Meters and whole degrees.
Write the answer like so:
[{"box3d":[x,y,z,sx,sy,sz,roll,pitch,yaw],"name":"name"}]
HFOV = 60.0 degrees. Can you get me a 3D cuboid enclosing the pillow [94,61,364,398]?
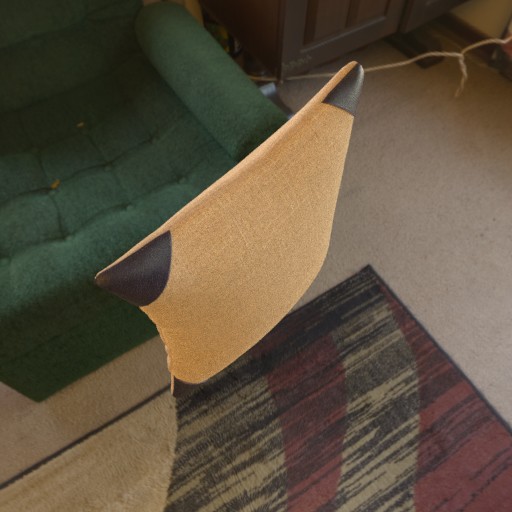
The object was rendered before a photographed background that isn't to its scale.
[{"box3d":[0.000,0.000,0.678,0.147,0.441,0.440,35,65,20],"name":"pillow"}]
